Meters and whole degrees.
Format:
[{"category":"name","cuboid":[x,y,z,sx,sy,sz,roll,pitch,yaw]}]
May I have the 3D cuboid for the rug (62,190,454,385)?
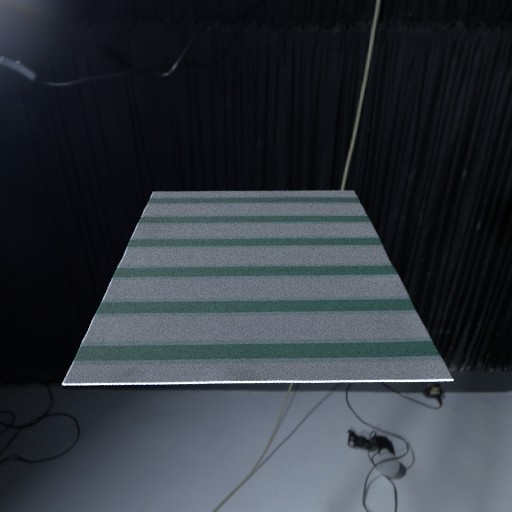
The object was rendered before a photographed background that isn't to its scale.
[{"category":"rug","cuboid":[0.000,0.000,4.045,2.434,0.019,3.041,0,31,-1]}]
